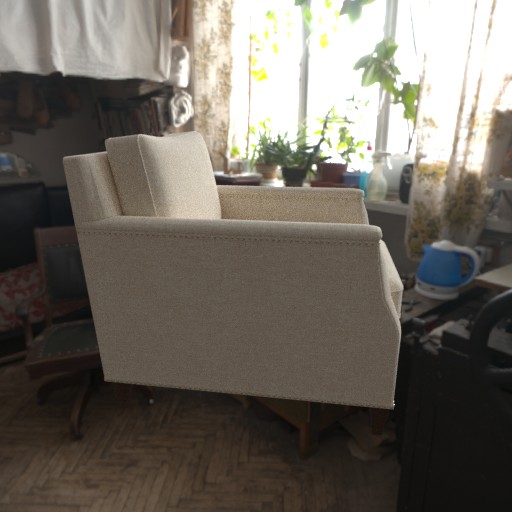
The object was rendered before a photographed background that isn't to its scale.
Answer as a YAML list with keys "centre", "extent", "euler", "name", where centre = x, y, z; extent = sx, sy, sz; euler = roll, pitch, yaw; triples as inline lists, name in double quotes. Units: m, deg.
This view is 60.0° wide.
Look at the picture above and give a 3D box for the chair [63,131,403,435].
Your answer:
- centre: [0.000, 0.000, 1.751]
  extent: [1.041, 0.940, 0.838]
  euler: [3, 17, 9]
  name: "chair"
